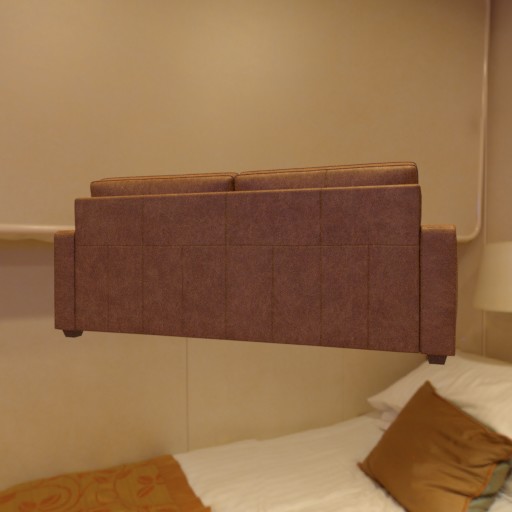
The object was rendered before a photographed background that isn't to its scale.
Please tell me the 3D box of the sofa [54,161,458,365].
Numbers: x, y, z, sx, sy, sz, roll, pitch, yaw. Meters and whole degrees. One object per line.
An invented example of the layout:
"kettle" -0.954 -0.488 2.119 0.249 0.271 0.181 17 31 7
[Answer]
"sofa" 0.000 0.000 2.662 2.156 0.928 0.991 0 1 18
